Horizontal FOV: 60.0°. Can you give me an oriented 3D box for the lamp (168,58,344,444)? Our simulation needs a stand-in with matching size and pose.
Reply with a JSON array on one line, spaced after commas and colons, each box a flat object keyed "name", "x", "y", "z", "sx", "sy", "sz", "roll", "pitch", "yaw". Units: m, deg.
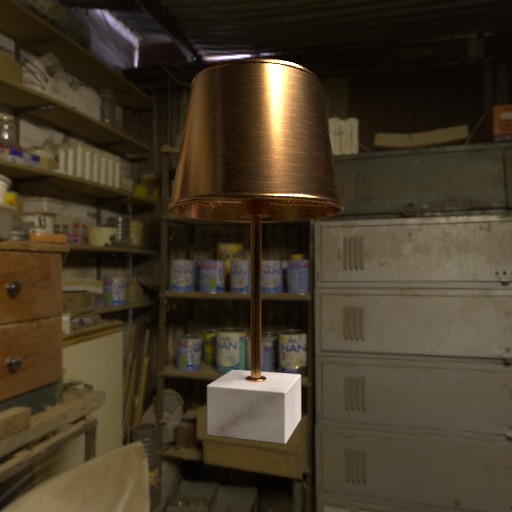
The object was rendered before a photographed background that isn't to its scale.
[{"name": "lamp", "x": 0.000, "y": 0.000, "z": 0.532, "sx": 0.208, "sy": 0.406, "sz": 0.208, "roll": 0, "pitch": -2, "yaw": 0}]
